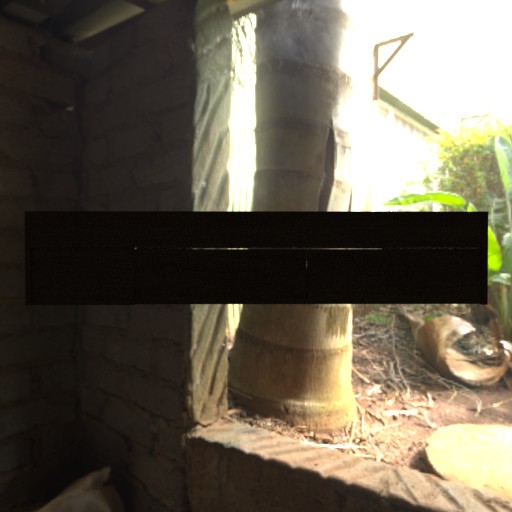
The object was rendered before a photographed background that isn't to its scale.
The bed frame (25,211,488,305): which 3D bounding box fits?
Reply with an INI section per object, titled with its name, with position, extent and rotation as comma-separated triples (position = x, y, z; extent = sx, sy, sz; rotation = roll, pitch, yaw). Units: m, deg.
[bed frame]
position = 0.000, 0.000, 2.584
extent = 1.944, 0.459, 1.448
rotation = 0, 1, -1
